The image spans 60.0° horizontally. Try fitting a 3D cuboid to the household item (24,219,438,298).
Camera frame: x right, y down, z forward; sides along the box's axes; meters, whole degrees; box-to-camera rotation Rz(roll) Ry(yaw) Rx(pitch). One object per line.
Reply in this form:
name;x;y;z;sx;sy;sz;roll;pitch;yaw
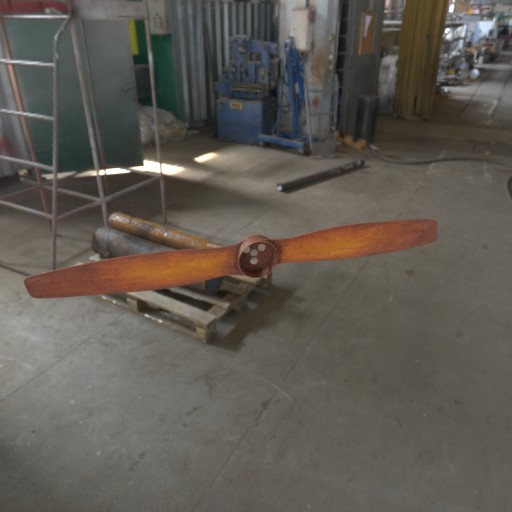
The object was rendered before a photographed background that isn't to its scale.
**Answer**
household item;0.000;0.000;1.239;1.181;0.121;0.051;-8;29;-14
